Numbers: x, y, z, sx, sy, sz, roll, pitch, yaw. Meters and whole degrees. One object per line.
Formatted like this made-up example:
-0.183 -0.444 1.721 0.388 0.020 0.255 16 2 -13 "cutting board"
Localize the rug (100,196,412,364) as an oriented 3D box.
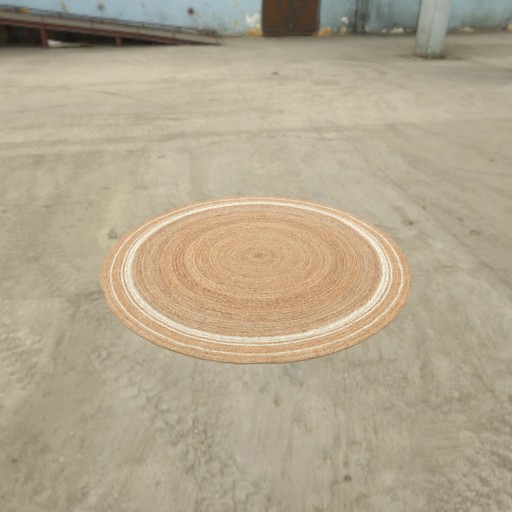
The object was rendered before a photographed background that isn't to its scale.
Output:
0.000 0.000 3.638 2.444 0.015 2.444 0 31 0 "rug"
